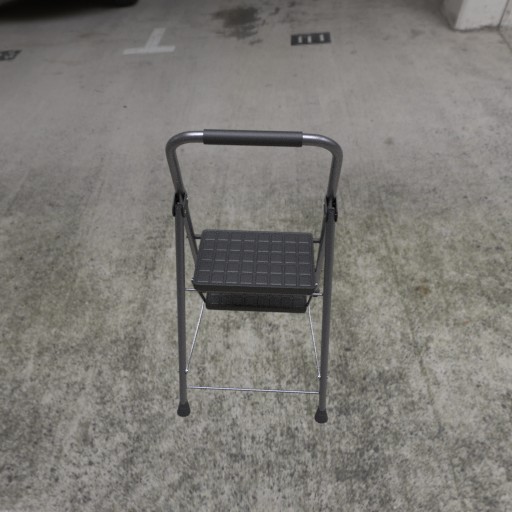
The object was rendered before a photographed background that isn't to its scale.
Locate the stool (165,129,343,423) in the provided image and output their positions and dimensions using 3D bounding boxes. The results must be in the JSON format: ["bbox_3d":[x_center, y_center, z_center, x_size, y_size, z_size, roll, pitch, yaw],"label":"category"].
[{"bbox_3d":[0.000,0.000,1.165,0.450,0.872,0.514,2,47,2],"label":"stool"}]
